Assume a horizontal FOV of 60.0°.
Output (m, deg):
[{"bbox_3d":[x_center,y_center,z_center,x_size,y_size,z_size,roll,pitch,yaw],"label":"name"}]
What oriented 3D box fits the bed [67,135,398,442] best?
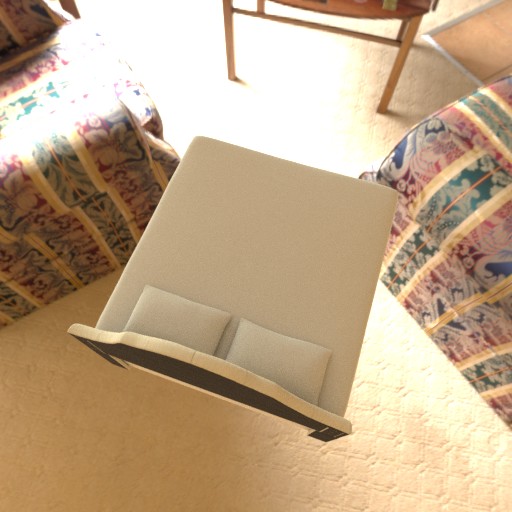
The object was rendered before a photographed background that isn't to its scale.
[{"bbox_3d":[0.000,0.000,3.431,2.012,1.555,2.086,17,66,8],"label":"bed"}]
